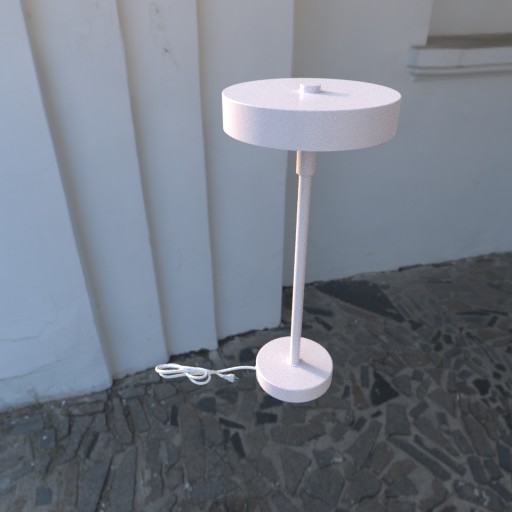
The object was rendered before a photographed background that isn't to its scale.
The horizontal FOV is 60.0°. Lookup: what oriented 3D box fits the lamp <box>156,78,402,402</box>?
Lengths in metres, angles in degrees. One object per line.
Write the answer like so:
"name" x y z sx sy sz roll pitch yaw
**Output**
"lamp" 0.000 0.000 0.696 0.369 0.508 0.229 -1 30 -2
